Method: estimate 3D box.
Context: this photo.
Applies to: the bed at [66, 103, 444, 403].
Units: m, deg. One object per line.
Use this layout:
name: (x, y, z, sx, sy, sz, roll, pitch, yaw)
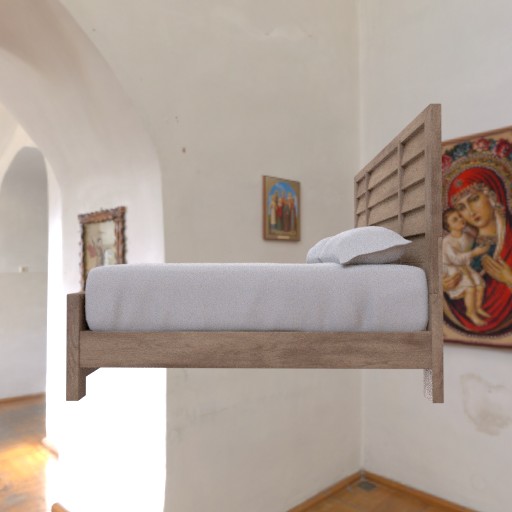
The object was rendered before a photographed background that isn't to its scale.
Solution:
bed: (0.000, 0.000, 3.431, 2.062, 1.626, 2.032, 0, -1, 1)
